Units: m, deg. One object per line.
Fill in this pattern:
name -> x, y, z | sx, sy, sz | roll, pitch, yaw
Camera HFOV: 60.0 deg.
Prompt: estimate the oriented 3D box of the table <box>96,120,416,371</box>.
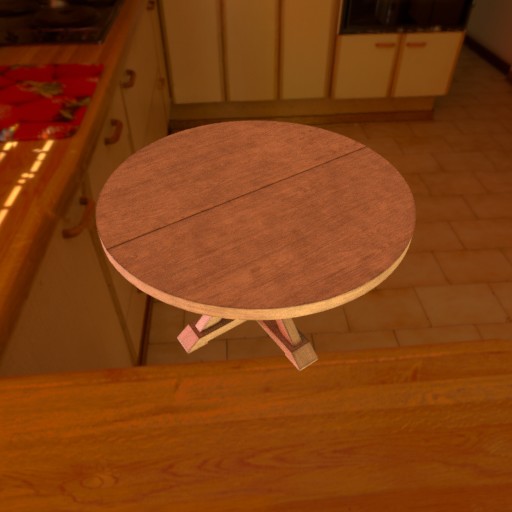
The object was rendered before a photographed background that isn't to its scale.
table -> 0.000, 0.000, 2.208 | 1.363, 0.781, 1.363 | 0, 43, 0
